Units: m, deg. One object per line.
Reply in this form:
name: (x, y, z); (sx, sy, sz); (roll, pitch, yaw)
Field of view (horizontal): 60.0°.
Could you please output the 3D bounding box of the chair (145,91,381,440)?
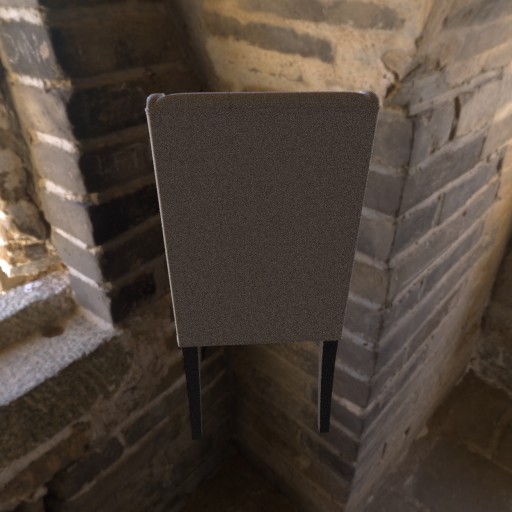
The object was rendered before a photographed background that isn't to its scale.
chair: (0.000, 0.000, 1.253); (0.474, 0.961, 0.523); (-2, 30, -3)
